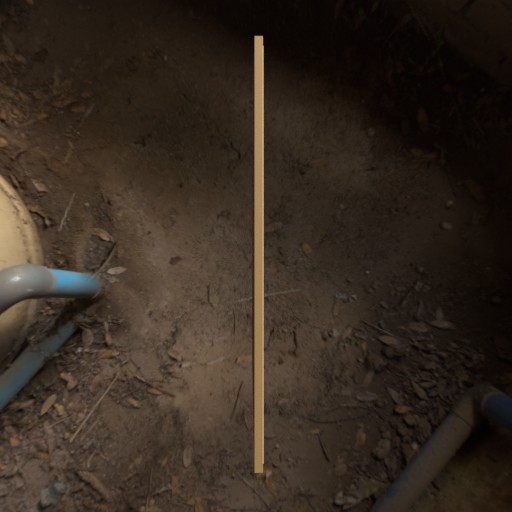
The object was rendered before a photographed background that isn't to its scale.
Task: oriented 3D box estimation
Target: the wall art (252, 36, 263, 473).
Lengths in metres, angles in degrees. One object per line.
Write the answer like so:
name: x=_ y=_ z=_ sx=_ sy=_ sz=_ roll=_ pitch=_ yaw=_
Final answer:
wall art: x=0.000 y=0.000 z=0.994 sx=0.014 sy=0.655 sz=0.657 roll=0 pitch=89 yaw=-1
